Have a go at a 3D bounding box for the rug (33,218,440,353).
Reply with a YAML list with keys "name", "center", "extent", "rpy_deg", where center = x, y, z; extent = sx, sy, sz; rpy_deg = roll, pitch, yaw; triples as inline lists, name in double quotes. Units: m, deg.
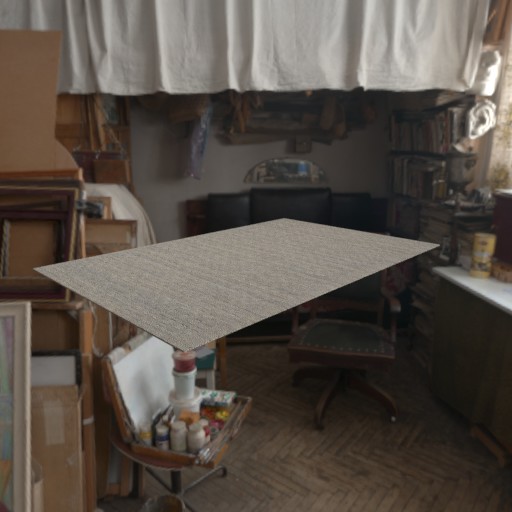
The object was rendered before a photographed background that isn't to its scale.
- name: "rug"
  center: [0.000, 0.000, 2.245]
  extent: [1.142, 0.006, 1.752]
  rpy_deg: [15, 21, 42]
